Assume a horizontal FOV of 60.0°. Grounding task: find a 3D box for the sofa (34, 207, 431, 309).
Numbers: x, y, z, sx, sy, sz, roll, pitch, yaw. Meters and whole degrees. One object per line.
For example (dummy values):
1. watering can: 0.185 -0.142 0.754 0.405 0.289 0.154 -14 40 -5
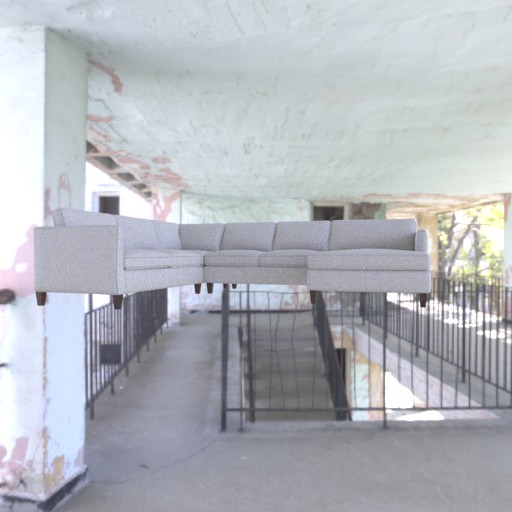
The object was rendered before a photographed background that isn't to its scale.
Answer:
1. sofa: 0.000 0.000 4.605 3.403 0.889 2.551 0 0 18
